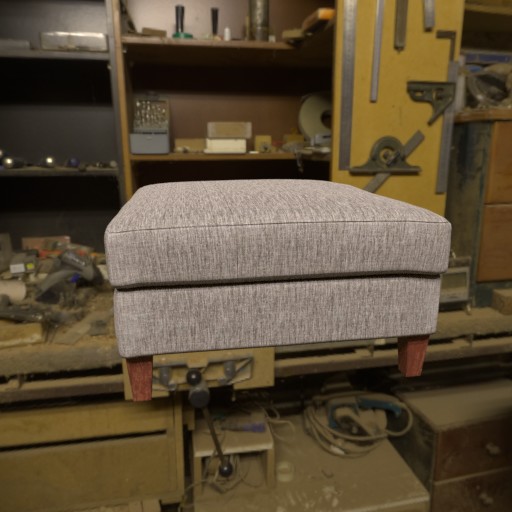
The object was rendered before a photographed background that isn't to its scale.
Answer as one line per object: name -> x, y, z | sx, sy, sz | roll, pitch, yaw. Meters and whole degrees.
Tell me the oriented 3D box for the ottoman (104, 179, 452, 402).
ottoman -> 0.000, 0.000, 1.519 | 0.839, 0.492, 0.994 | -2, 14, -9
